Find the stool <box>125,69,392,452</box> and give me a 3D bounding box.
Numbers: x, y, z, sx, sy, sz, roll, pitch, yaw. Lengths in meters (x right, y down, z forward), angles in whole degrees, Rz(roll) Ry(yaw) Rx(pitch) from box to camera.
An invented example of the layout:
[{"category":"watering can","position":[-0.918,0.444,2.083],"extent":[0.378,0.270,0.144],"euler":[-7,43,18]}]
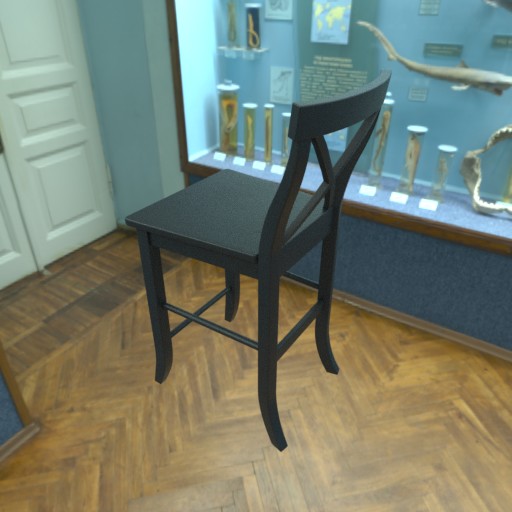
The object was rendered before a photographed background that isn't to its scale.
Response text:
[{"category":"stool","position":[0.000,0.000,1.278],"extent":[0.559,0.989,0.452],"euler":[20,37,29]}]
